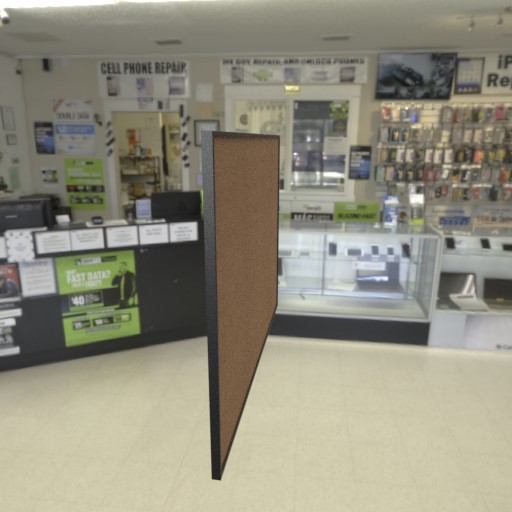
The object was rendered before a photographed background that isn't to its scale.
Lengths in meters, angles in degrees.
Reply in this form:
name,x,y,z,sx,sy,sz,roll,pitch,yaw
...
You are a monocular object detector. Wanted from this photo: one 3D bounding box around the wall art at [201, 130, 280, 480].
name,x,y,z,sx,sy,sz,roll,pitch,yaw
wall art,0.000,0.000,1.243,0.019,0.660,0.957,2,15,9
